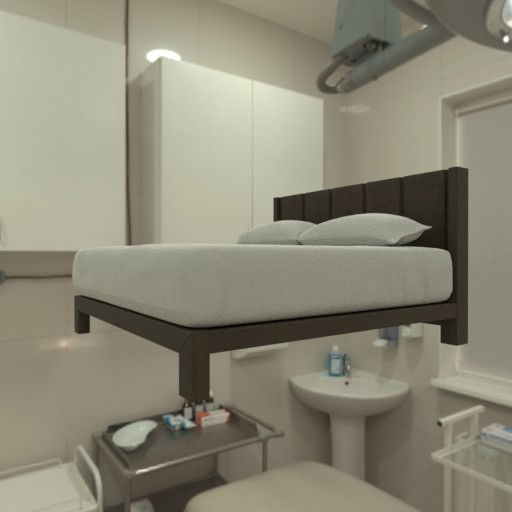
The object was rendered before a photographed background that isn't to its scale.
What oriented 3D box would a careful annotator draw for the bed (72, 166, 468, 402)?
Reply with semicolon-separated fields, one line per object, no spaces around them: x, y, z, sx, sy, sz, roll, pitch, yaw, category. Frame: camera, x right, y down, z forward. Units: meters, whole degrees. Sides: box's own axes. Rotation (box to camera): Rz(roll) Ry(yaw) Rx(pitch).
0.000;0.000;3.423;2.238;1.261;2.143;0;0;-35;bed
